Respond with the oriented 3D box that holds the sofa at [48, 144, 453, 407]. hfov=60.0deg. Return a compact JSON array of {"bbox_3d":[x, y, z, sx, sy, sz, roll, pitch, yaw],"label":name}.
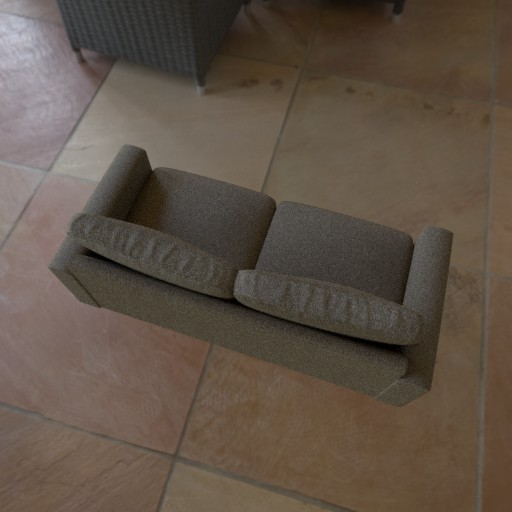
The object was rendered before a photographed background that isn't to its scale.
[{"bbox_3d":[0.000,0.000,2.690,2.179,0.873,1.016,16,63,8],"label":"sofa"}]
